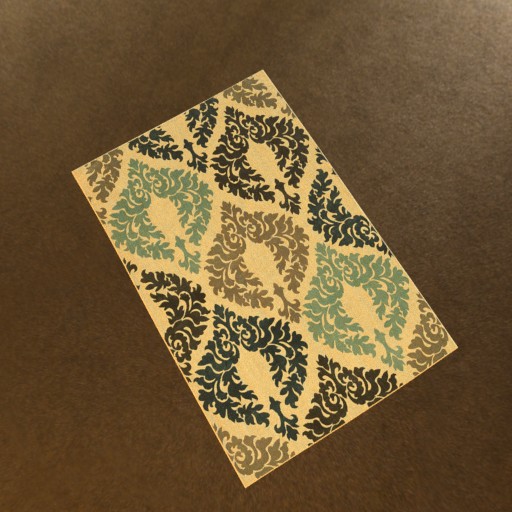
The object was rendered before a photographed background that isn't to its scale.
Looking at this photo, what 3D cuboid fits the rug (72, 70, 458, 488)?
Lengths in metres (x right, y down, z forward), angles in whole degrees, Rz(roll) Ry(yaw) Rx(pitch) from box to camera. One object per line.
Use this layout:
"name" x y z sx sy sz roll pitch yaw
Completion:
"rug" 0.000 0.000 2.833 1.514 0.014 2.275 -31 78 -7
